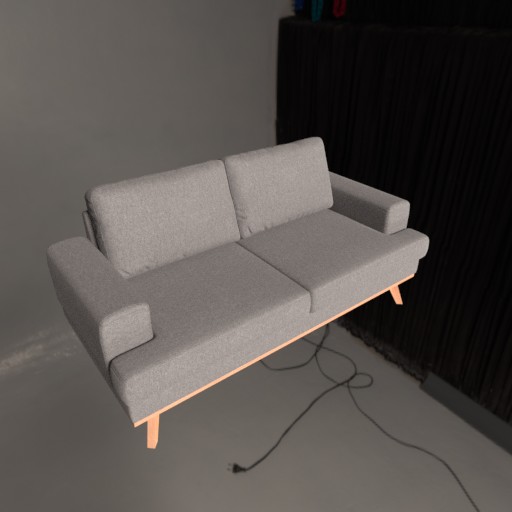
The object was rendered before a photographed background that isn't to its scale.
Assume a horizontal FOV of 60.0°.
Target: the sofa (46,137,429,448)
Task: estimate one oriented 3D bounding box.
[{"bbox_3d":[0.000,0.000,2.074,1.650,0.810,0.785,-21,36,-32],"label":"sofa"}]
